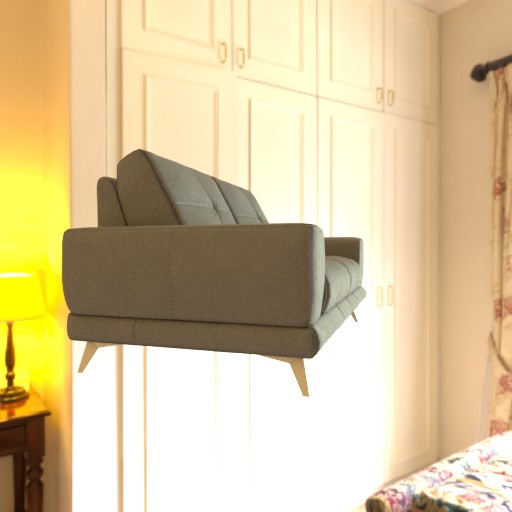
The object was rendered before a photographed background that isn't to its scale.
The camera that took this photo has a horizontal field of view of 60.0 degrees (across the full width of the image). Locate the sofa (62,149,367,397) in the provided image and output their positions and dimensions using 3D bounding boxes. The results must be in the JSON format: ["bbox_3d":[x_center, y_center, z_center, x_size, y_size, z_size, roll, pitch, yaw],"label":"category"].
[{"bbox_3d":[0.000,0.000,2.368,1.018,0.907,1.806,0,1,19],"label":"sofa"}]
